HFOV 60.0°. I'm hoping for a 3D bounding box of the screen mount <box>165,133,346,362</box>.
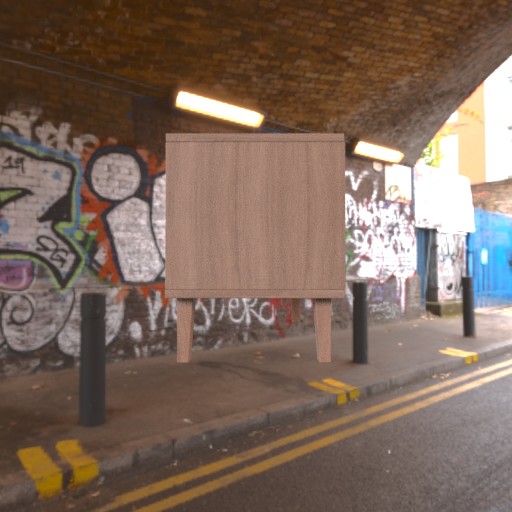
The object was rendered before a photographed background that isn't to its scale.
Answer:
[{"bbox_3d":[0.000,0.000,1.726,0.401,0.509,1.500,0,-1,0],"label":"screen mount"}]
